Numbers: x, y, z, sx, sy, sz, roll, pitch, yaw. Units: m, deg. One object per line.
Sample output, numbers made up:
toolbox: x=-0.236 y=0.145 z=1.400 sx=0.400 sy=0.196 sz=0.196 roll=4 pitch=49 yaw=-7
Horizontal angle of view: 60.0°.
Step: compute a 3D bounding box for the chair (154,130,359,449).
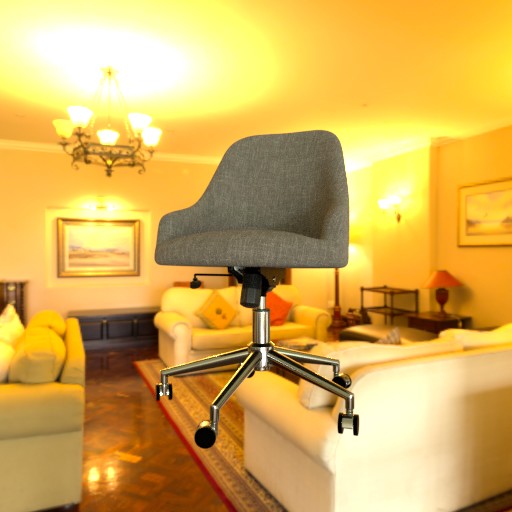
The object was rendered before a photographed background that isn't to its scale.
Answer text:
chair: x=0.000 y=0.000 z=1.419 sx=0.671 sy=0.950 sz=0.712 roll=0 pitch=1 yaw=18
